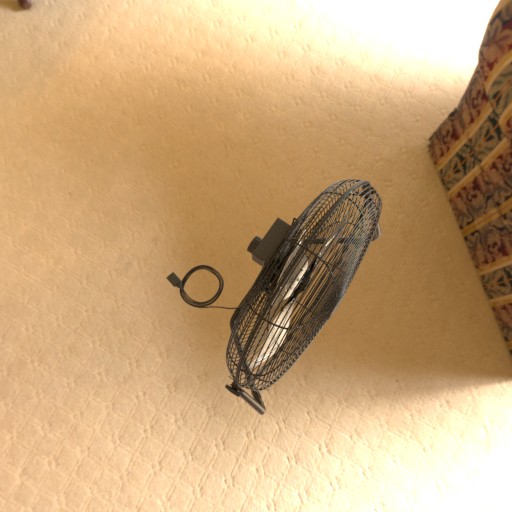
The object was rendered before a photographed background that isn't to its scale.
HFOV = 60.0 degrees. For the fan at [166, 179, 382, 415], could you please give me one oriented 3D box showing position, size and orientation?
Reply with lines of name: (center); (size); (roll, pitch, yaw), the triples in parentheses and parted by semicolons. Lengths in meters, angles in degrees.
fan: (0.000, 0.000, 0.963); (0.424, 0.546, 0.555); (34, 79, 8)
